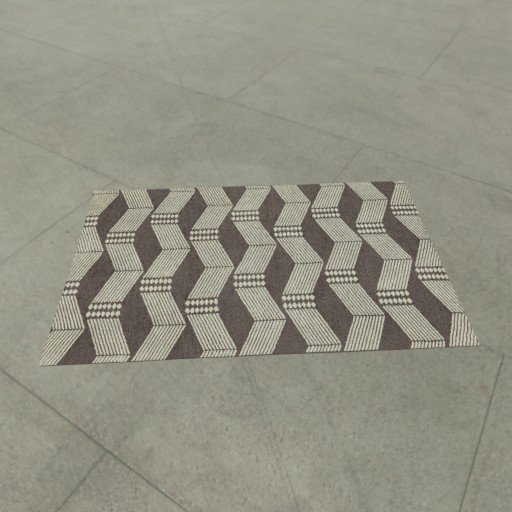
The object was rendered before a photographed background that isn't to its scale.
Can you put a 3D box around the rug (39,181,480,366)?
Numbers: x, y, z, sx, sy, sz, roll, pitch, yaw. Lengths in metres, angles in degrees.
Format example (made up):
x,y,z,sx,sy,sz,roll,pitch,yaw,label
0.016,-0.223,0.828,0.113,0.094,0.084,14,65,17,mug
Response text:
x,y,z,sx,sy,sz,roll,pitch,yaw,label
0.000,0.000,2.959,2.435,0.011,1.517,-2,47,-2,rug
